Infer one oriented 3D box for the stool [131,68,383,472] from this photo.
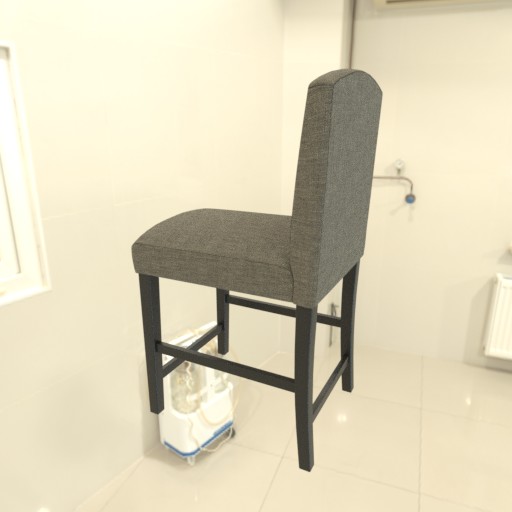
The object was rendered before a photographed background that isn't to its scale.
[{"bbox_3d":[0.000,0.000,1.265,0.552,0.966,0.451,9,20,26],"label":"stool"}]
